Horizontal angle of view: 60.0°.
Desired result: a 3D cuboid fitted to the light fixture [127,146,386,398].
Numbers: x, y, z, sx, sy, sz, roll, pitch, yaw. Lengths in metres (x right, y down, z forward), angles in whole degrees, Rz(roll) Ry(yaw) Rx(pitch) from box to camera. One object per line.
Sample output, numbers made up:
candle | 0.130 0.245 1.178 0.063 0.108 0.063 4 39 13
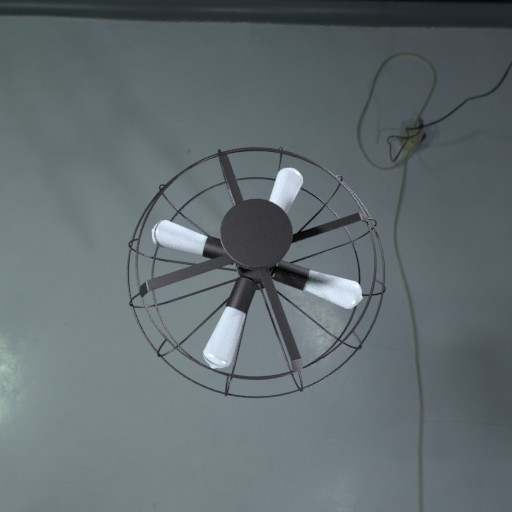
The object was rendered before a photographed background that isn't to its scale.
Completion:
light fixture | 0.000 0.000 0.945 0.582 0.311 0.582 0 75 0
